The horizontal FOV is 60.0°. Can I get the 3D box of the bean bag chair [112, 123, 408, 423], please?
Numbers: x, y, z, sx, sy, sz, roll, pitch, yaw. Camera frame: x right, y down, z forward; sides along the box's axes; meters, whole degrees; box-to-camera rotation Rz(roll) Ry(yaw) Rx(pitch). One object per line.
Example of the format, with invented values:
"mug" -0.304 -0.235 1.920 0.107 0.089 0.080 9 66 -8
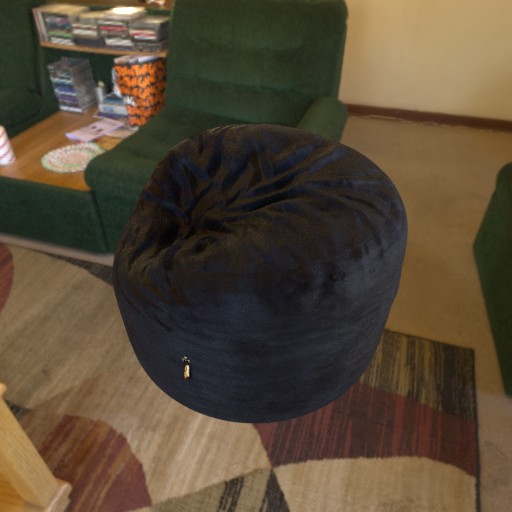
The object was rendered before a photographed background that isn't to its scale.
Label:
"bean bag chair" 0.000 0.000 1.461 0.918 0.616 0.918 0 40 0
